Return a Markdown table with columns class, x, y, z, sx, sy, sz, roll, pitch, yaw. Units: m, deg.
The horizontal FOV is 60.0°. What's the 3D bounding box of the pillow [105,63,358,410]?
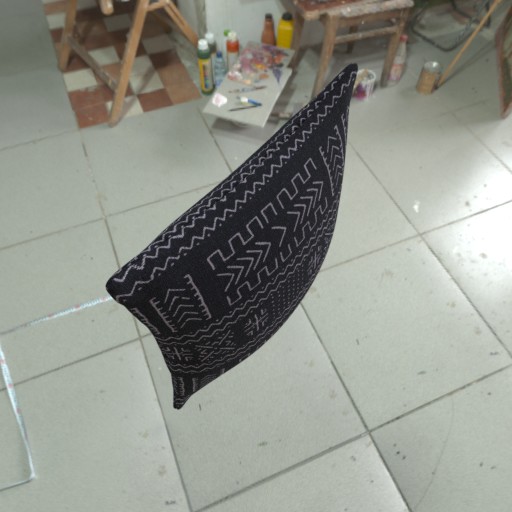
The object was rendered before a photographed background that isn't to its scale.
| class | x | y | z | sx | sy | sz | roll | pitch | yaw |
| --- | --- | --- | --- | --- | --- | --- | --- | --- | --- |
| pillow | 0.000 | 0.000 | 0.664 | 0.164 | 0.430 | 0.438 | 33 | 63 | 20 |
